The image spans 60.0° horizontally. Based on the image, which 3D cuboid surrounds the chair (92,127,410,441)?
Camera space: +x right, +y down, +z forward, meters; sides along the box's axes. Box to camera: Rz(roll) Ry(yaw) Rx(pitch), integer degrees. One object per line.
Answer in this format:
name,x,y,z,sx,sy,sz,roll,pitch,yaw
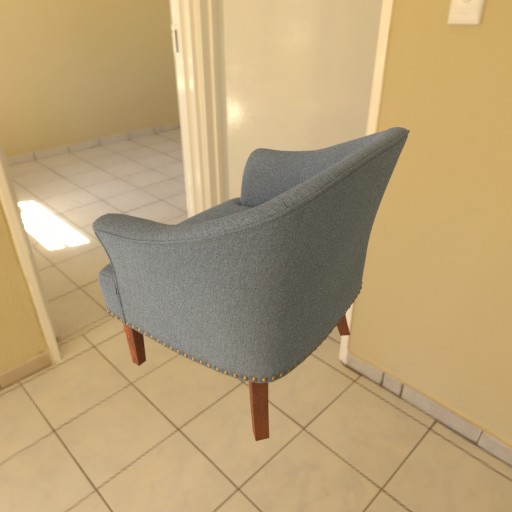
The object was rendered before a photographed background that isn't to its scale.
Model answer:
chair,0.000,0.000,1.390,0.704,0.815,0.798,20,36,30
